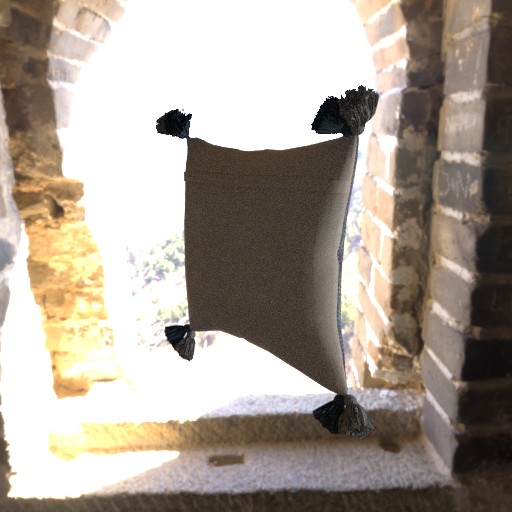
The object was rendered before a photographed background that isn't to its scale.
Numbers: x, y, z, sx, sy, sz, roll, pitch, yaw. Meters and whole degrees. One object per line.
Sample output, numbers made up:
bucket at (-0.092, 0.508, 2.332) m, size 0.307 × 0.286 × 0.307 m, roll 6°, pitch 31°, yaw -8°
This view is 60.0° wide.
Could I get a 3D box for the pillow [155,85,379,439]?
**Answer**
pillow at (0.000, 0.000, 0.930) m, size 0.138 × 0.634 × 0.614 m, roll -13°, pitch 19°, yaw -43°
